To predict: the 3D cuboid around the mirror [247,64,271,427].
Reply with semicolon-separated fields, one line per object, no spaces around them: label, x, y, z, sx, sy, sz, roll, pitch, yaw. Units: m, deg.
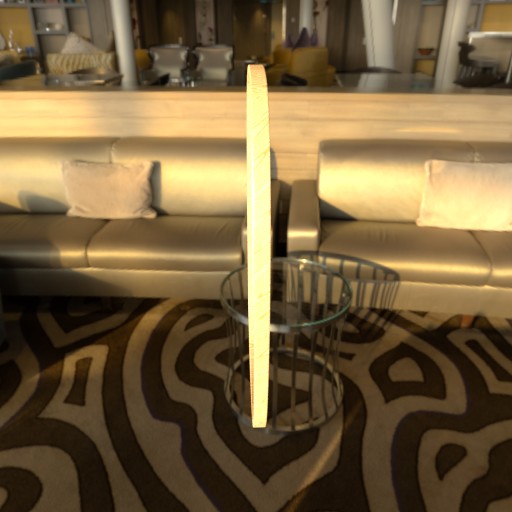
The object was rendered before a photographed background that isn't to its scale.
mirror;0.000;0.000;1.356;0.037;1.075;0.724;-1;26;-2
